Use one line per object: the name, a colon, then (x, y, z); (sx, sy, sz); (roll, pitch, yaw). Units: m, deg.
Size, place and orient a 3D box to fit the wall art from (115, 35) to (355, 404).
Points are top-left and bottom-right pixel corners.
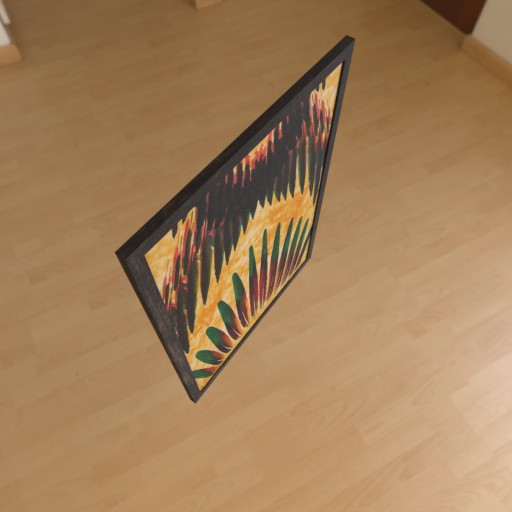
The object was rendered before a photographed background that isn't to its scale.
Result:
wall art: (0.000, 0.000, 1.410); (0.029, 1.066, 0.812); (32, 64, 18)
